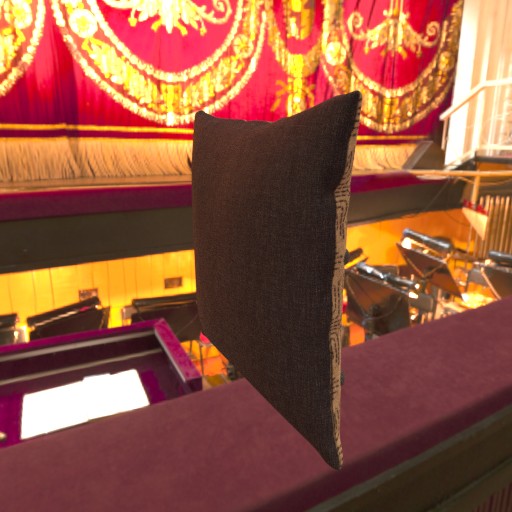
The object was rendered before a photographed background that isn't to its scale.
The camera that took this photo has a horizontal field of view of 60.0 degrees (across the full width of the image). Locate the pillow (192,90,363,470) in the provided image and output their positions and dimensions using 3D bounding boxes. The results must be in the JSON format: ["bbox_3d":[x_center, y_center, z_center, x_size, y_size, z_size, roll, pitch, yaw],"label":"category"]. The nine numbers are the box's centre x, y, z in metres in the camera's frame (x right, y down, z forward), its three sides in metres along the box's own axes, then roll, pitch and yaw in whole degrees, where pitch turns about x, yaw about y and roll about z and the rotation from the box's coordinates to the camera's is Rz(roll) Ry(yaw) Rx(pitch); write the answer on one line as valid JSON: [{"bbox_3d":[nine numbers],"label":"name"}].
[{"bbox_3d":[0.000,0.000,0.780,0.145,0.510,0.510,-8,17,-27],"label":"pillow"}]
